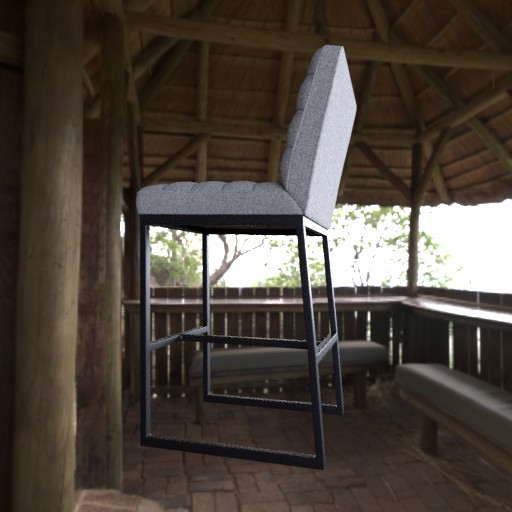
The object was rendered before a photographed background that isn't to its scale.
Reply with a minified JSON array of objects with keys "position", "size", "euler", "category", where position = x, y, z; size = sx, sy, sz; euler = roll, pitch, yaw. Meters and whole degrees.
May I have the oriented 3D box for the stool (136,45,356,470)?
[{"position":[0.000,0.000,1.343],"size":[0.571,1.034,0.459],"euler":[-1,-2,17],"category":"stool"}]
